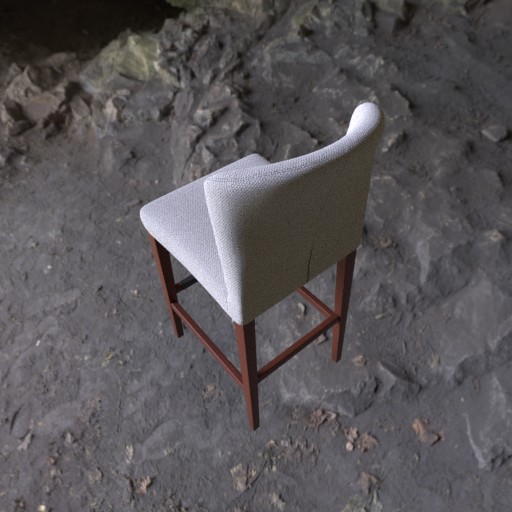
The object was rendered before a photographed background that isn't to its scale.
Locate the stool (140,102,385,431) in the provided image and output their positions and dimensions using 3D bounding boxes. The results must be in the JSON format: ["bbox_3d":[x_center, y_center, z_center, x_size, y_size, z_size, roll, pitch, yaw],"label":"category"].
[{"bbox_3d":[0.000,0.000,1.383,0.481,1.069,0.568,-31,54,-26],"label":"stool"}]
